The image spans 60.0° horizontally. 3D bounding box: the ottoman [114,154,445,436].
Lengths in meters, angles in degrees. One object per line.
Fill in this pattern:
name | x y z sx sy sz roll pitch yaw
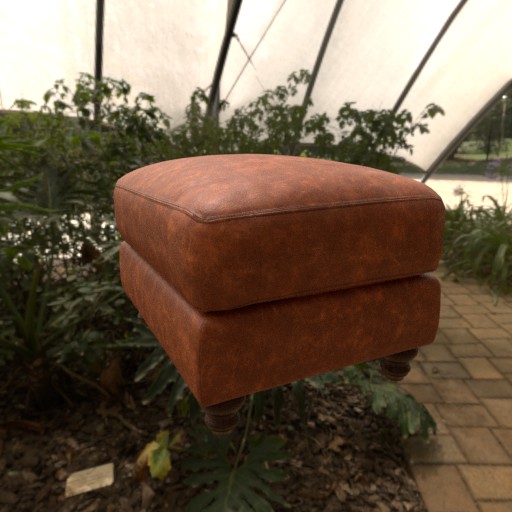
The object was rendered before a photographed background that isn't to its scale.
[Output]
ottoman | 0.000 0.000 1.258 0.657 0.562 0.832 -7 16 -26
